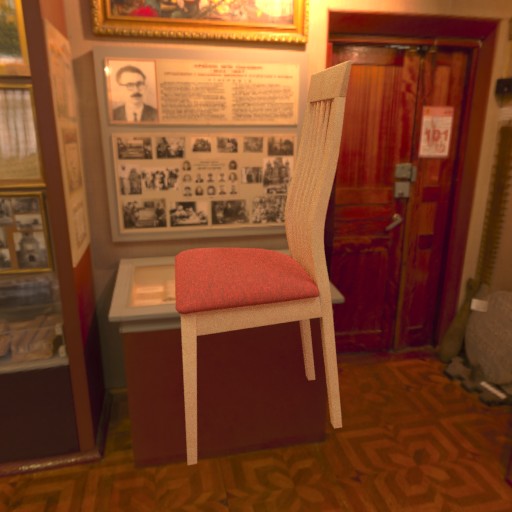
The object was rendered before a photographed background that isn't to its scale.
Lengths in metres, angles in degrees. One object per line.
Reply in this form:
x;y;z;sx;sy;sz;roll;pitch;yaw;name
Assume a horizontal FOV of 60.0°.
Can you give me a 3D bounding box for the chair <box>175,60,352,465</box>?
0.000;0.000;1.296;0.474;1.027;0.460;-3;17;-10;chair
